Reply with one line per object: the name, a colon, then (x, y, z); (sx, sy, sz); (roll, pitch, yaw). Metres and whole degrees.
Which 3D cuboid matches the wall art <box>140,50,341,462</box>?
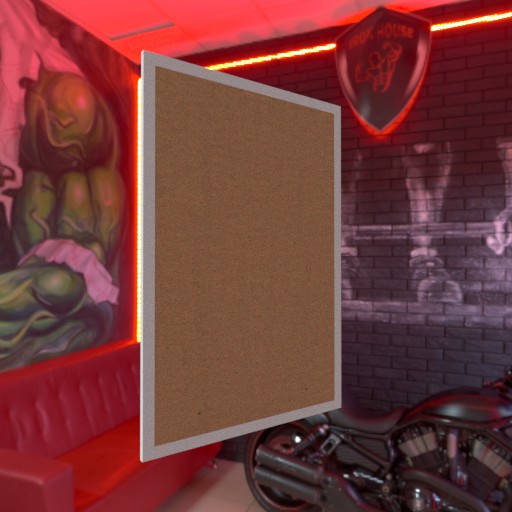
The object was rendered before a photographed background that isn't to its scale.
wall art: (0.000, 0.000, 1.235); (0.660, 0.965, 0.015); (0, -1, -36)
